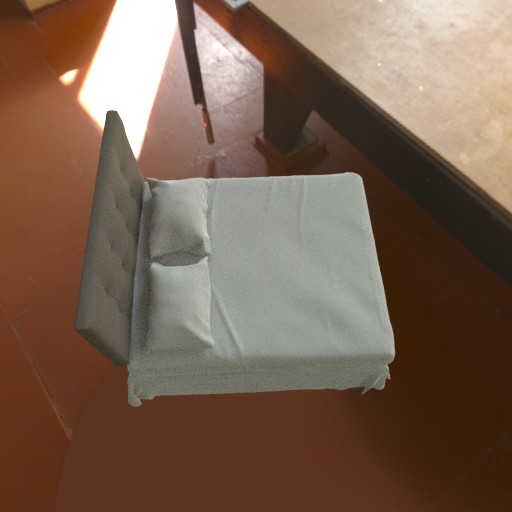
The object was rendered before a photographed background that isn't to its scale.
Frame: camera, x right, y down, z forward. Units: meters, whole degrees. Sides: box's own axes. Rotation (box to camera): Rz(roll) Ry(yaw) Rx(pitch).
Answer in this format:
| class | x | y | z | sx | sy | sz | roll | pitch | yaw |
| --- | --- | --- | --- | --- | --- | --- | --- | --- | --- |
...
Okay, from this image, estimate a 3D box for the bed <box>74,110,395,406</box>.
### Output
| class | x | y | z | sx | sy | sz | roll | pitch | yaw |
| --- | --- | --- | --- | --- | --- | --- | --- | --- | --- |
| bed | 0.000 | 0.000 | 3.473 | 2.222 | 1.577 | 1.936 | -2 | 63 | -1 |
